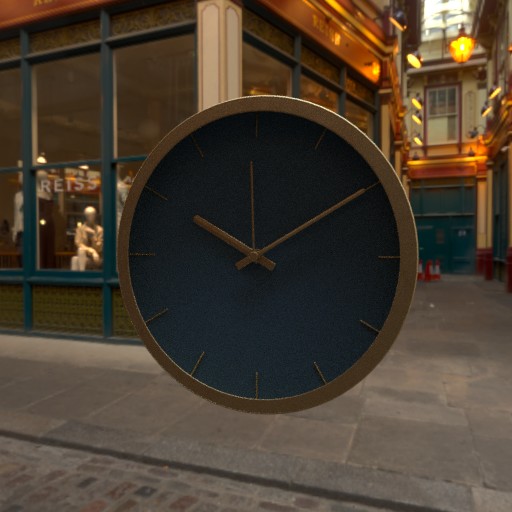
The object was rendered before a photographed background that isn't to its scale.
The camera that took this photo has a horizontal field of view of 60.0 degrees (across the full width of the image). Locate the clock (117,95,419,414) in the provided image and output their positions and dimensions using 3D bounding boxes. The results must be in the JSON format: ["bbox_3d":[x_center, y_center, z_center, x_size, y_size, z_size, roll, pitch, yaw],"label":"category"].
[{"bbox_3d":[0.000,0.000,0.455,0.314,0.314,0.040,1,2,20],"label":"clock"}]
